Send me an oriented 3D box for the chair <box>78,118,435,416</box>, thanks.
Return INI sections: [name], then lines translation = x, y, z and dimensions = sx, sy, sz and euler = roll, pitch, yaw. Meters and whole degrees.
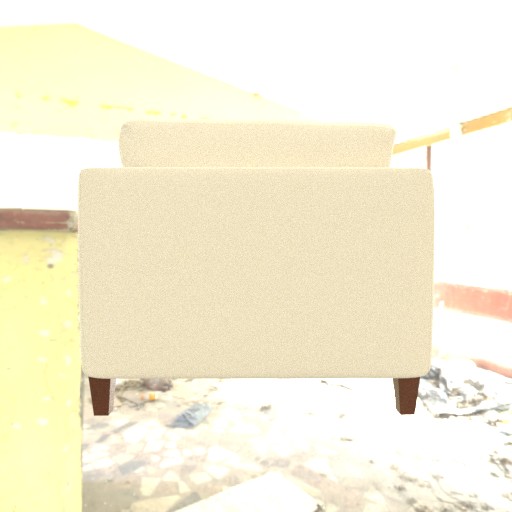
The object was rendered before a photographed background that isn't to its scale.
[chair]
translation = 0.000, 0.000, 1.655
dimensions = 1.019, 0.885, 0.878
euler = 0, 2, 0
